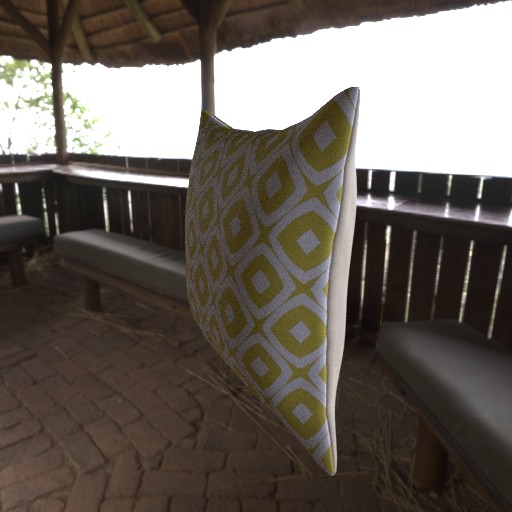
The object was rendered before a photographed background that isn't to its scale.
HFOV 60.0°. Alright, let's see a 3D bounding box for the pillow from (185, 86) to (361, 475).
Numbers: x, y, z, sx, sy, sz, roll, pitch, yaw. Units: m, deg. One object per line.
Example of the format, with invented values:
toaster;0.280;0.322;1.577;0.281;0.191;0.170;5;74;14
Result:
pillow;0.000;0.000;0.747;0.188;0.494;0.504;-7;17;-24
